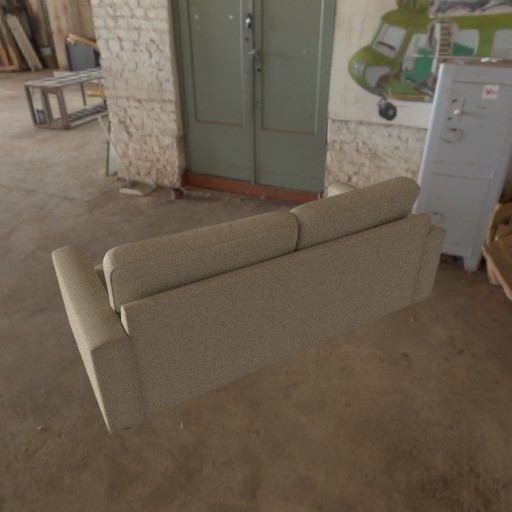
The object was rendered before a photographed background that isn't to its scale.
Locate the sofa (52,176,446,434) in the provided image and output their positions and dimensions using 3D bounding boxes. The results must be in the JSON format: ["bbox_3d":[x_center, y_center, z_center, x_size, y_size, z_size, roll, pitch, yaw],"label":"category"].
[{"bbox_3d":[0.000,0.000,2.721,2.179,0.873,1.016,-17,34,-26],"label":"sofa"}]
